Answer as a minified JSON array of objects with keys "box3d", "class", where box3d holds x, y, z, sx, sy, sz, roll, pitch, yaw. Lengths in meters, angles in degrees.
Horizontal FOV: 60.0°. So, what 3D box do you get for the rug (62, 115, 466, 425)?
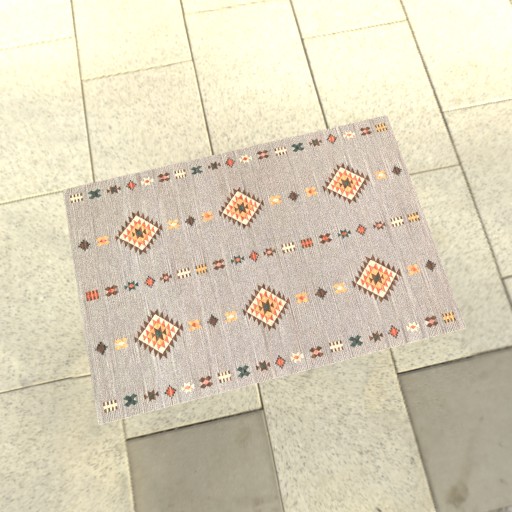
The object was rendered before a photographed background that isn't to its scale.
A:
[{"box3d":[0.000,0.000,2.267,1.818,0.005,1.217,-14,76,-4],"class":"rug"}]
